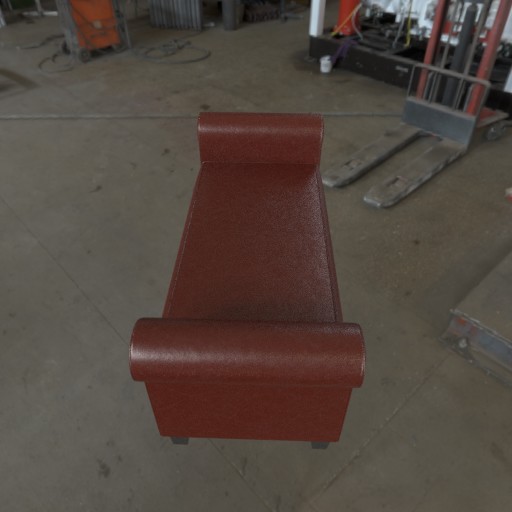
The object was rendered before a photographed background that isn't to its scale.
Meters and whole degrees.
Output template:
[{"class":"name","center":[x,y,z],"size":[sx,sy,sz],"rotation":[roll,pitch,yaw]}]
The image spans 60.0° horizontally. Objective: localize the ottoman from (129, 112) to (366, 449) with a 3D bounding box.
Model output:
[{"class":"ottoman","center":[0.000,0.000,1.556],"size":[0.521,0.547,1.256],"rotation":[1,42,1]}]
